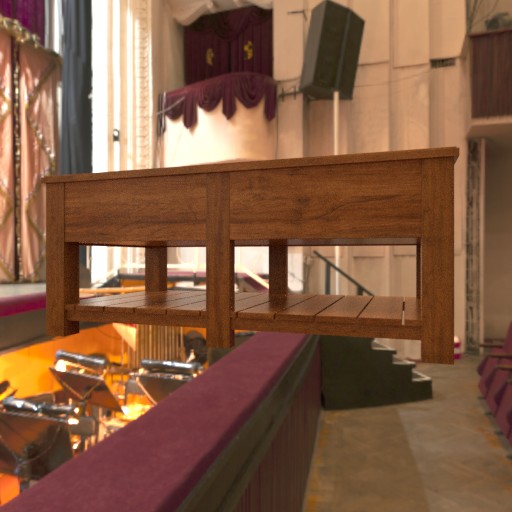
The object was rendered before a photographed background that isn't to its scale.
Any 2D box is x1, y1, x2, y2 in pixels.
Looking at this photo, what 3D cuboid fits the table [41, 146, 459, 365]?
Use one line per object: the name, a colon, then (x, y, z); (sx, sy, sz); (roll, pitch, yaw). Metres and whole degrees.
table: (0.000, 0.000, 1.450); (1.150, 0.480, 0.635); (0, 0, 19)
